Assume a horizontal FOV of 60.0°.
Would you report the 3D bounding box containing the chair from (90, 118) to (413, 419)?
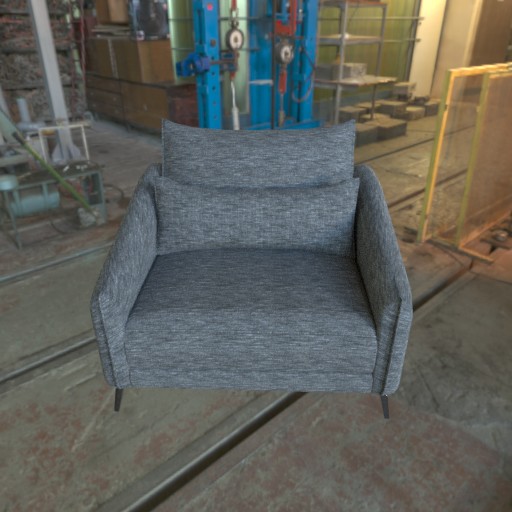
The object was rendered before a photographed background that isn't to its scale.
[{"bbox_3d":[0.000,0.000,1.625,1.004,0.842,0.805,1,28,2],"label":"chair"}]
